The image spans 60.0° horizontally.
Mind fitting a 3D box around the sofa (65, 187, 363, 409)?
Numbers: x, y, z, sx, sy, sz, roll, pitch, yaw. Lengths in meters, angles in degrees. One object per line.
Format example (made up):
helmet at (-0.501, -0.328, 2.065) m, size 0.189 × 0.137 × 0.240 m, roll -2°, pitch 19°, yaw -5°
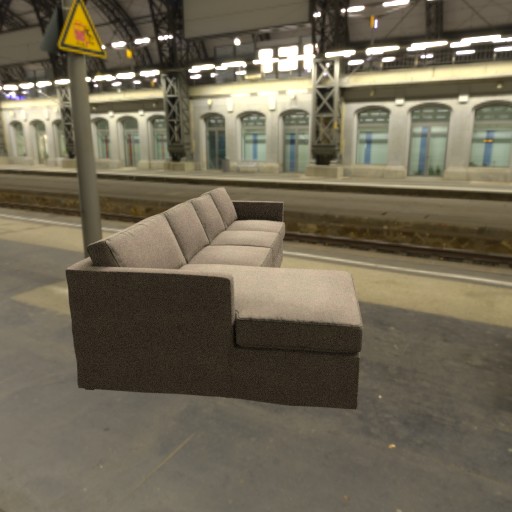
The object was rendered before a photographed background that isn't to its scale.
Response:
sofa at (0.000, 0.000, 3.860) m, size 1.650 × 0.922 × 3.205 m, roll 2°, pitch 14°, yaw 8°
